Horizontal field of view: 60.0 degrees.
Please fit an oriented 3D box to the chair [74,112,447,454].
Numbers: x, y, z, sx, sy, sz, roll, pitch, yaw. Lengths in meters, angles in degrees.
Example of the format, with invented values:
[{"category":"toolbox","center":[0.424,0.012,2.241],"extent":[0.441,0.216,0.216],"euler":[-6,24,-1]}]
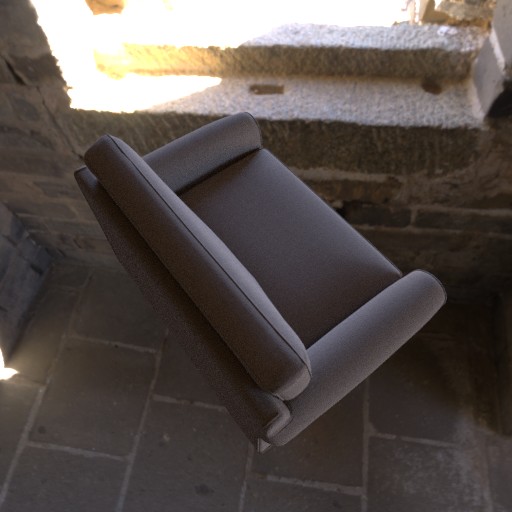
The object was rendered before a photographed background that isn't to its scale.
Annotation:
[{"category":"chair","center":[0.000,0.000,1.979],"extent":[0.930,0.930,1.390],"euler":[-34,65,-19]}]
